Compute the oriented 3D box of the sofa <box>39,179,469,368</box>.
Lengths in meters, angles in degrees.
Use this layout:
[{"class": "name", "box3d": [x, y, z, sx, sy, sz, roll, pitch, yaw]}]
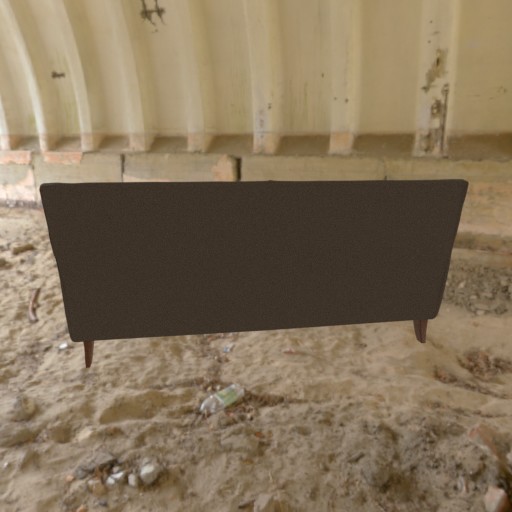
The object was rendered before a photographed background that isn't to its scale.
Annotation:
[{"class": "sofa", "box3d": [0.000, 0.000, 2.523, 2.002, 0.907, 0.843, -2, 14, -9]}]
